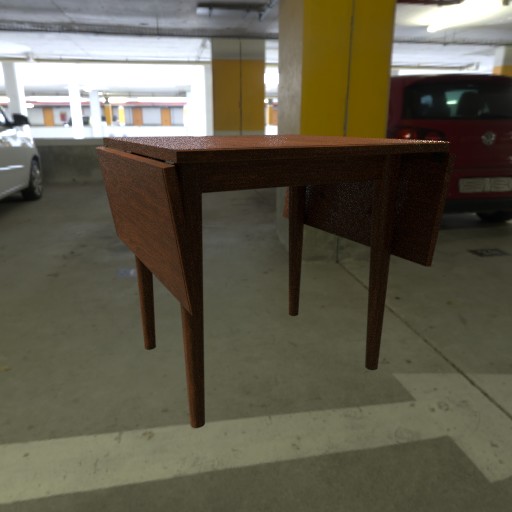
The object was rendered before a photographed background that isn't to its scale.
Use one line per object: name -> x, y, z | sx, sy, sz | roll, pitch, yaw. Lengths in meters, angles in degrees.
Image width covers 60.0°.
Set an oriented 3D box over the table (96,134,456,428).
table -> 0.000, 0.000, 1.497 | 0.843, 0.763, 0.812 | -9, 19, -27
